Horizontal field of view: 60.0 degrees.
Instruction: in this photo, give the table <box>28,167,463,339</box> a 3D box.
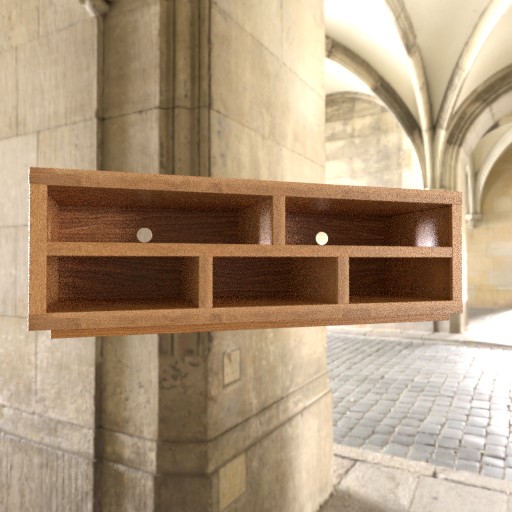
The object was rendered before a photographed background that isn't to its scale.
[{"bbox_3d":[0.000,0.000,1.709,1.499,0.491,0.499,0,-1,-17],"label":"table"}]
